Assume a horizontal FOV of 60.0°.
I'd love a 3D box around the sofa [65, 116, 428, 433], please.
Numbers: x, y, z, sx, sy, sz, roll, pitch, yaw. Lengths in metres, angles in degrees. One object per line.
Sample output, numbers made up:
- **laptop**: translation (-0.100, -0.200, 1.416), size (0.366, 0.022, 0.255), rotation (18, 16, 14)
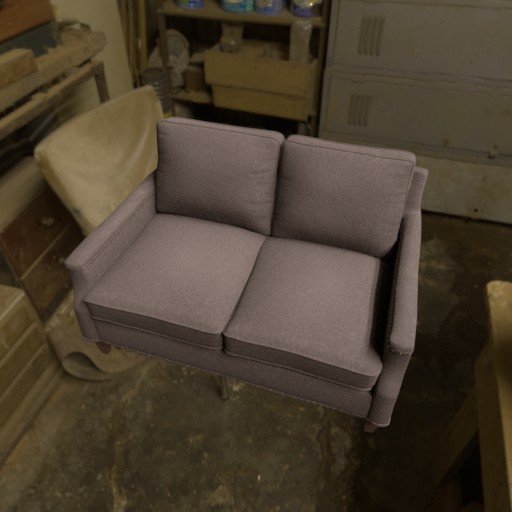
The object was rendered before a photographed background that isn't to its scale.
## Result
- **sofa**: translation (0.000, 0.000, 2.288), size (1.597, 1.003, 1.084), rotation (12, 43, 13)
